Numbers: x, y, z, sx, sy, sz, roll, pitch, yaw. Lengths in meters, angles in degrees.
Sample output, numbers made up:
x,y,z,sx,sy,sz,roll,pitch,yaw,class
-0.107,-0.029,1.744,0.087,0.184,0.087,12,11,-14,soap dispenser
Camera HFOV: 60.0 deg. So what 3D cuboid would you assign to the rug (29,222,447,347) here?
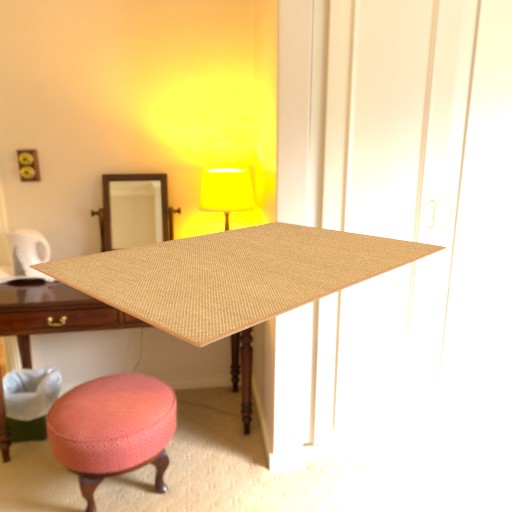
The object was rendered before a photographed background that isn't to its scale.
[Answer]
x,y,z,sx,sy,sz,roll,pitch,yaw,class
0.000,0.000,2.743,1.524,0.013,2.134,13,19,42,rug
